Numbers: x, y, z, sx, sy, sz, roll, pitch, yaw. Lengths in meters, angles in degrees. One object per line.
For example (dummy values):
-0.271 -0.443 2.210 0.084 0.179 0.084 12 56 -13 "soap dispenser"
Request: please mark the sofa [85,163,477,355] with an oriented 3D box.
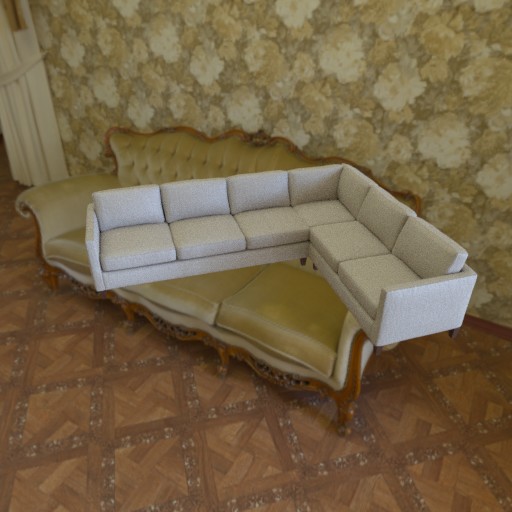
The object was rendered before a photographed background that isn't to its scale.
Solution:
0.000 0.000 4.572 3.333 0.934 2.522 -9 33 -14 "sofa"
